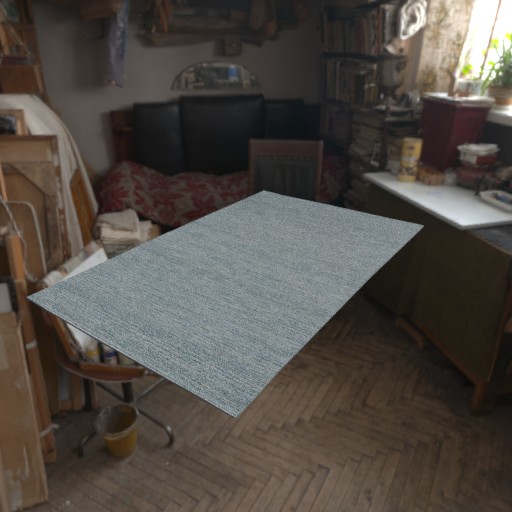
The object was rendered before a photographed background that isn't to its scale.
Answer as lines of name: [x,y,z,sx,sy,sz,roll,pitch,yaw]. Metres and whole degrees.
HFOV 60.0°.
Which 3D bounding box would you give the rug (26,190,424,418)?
rug: [0.000,0.000,2.312,1.174,0.022,1.853,18,32,32]
